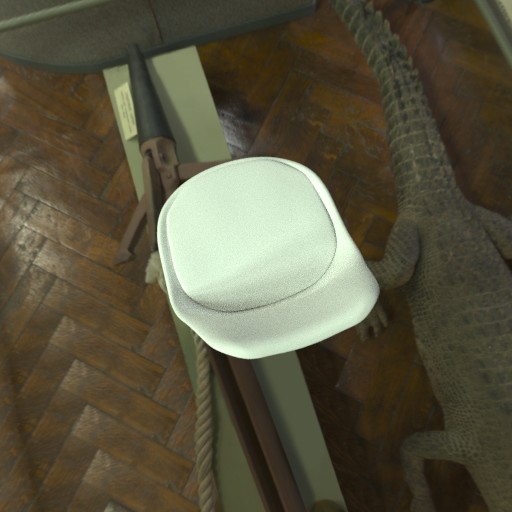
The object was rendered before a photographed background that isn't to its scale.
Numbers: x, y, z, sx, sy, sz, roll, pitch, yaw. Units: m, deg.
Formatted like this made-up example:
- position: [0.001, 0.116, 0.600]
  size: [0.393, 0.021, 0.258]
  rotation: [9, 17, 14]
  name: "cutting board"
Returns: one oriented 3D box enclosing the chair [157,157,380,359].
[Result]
- position: [0.000, 0.000, 1.191]
  size: [0.485, 0.849, 0.550]
  rotation: [-18, 76, -5]
  name: "chair"
